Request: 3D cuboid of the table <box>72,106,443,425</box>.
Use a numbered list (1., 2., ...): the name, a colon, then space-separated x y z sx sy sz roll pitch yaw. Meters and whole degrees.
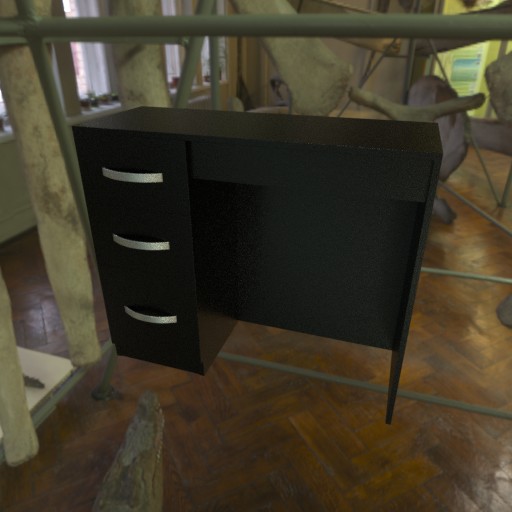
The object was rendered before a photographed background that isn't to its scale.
1. table: 0.000 0.000 1.371 0.930 0.790 0.380 9 28 16
